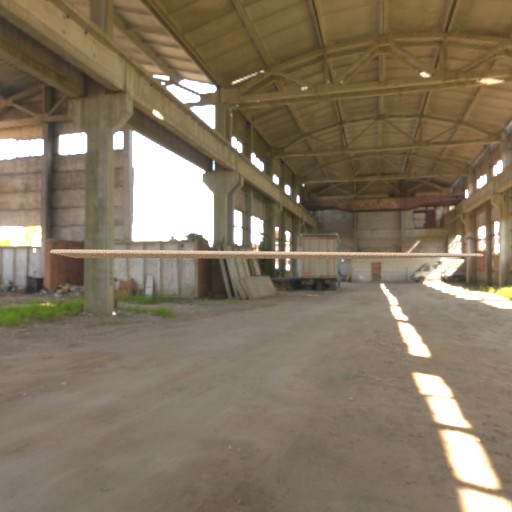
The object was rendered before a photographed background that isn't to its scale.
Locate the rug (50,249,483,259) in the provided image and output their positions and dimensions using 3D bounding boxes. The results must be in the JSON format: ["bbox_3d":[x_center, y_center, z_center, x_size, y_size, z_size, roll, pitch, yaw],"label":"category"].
[{"bbox_3d":[0.000,0.000,2.110,1.676,0.013,1.067,0,-1,-18],"label":"rug"}]
